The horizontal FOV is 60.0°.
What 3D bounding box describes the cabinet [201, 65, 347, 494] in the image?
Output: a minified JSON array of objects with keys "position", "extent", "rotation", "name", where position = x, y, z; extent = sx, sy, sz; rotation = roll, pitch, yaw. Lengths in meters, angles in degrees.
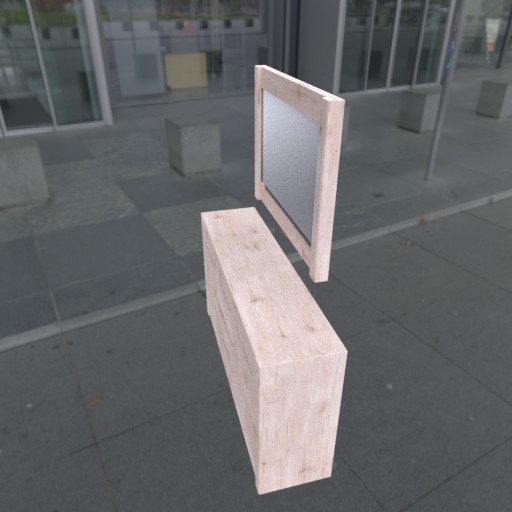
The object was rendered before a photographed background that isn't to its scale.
[{"position":[0.000,0.000,2.662],"extent":[0.420,1.981,1.700],"rotation":[-7,31,-13],"name":"cabinet"}]
